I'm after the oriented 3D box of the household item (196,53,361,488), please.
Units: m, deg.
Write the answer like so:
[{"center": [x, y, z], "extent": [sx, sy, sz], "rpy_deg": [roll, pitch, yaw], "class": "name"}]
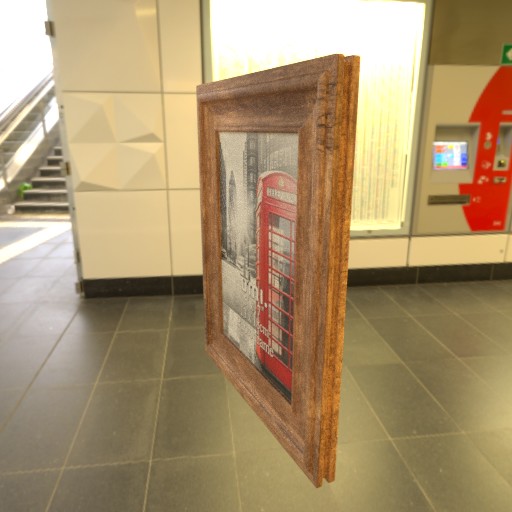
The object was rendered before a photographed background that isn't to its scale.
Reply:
[{"center": [0.000, 0.000, 0.311], "extent": [0.018, 0.237, 0.186], "rpy_deg": [-8, 18, -26], "class": "household item"}]
